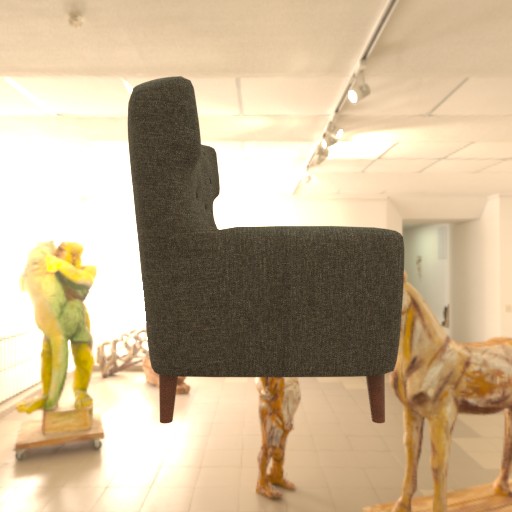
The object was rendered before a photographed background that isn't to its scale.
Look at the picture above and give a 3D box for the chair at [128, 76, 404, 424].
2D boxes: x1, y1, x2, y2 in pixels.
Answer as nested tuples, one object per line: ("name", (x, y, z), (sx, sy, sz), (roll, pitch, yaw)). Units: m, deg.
("chair", (0.000, 0.000, 1.721), (0.904, 1.063, 0.878), (0, -1, 0))
